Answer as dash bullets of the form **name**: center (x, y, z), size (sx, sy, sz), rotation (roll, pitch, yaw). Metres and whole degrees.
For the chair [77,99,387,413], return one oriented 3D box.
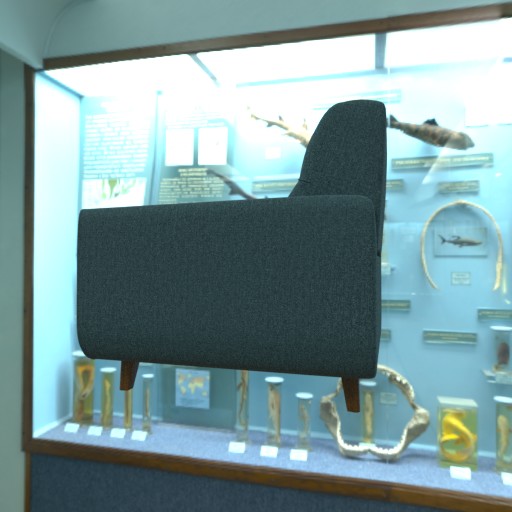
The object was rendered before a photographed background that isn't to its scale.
- **chair**: center (0.000, 0.000, 1.694), size (0.964, 0.940, 0.880), rotation (0, -1, 17)
